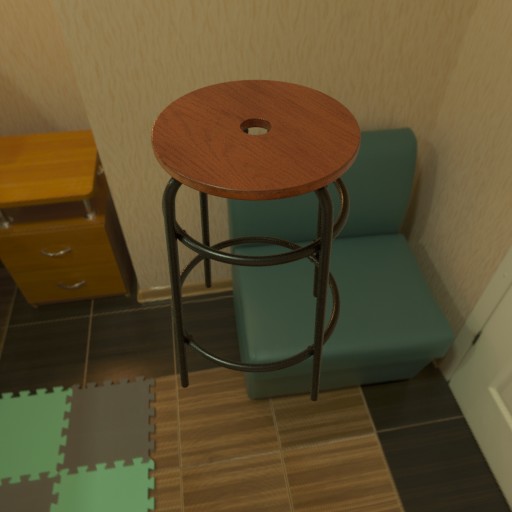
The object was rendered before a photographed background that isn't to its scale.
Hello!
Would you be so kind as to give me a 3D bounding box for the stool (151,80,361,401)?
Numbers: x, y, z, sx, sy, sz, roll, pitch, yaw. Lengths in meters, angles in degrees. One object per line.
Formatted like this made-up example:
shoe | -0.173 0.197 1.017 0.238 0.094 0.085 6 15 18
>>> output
stool | 0.000 0.000 0.937 0.455 0.610 0.455 -30 54 -25
